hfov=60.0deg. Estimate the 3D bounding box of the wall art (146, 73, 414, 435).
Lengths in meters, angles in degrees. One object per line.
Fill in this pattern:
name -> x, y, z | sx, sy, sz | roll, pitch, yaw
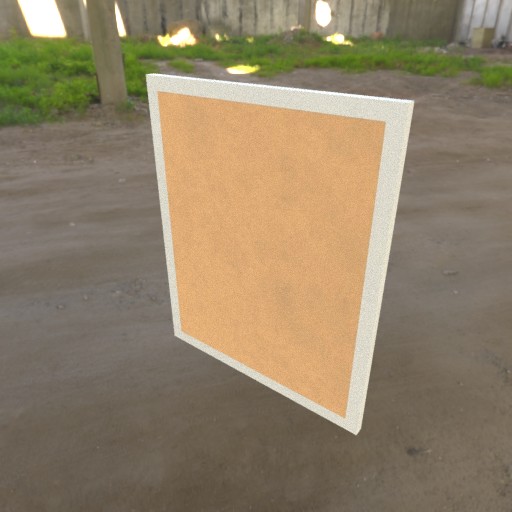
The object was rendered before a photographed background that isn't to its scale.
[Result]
wall art -> 0.000, 0.000, 1.119 | 0.661, 0.811, 0.026 | 20, 34, 32
